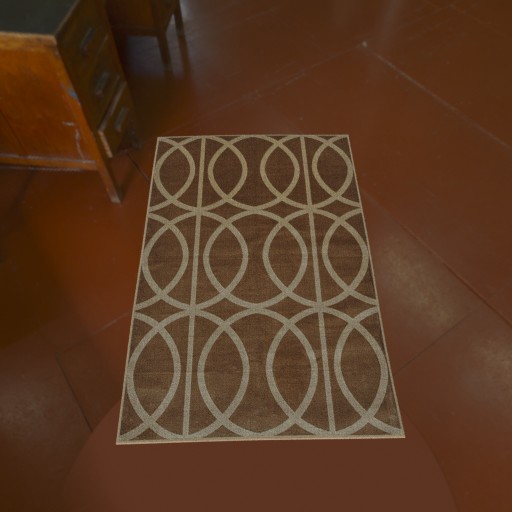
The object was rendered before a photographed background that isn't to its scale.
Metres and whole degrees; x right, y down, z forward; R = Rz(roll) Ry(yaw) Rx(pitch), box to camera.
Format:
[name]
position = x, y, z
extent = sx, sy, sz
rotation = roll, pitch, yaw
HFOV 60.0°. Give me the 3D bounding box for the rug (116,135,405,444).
[rug]
position = 0.000, 0.000, 2.928
extent = 1.526, 0.014, 2.290
rotation = -1, 58, -1
